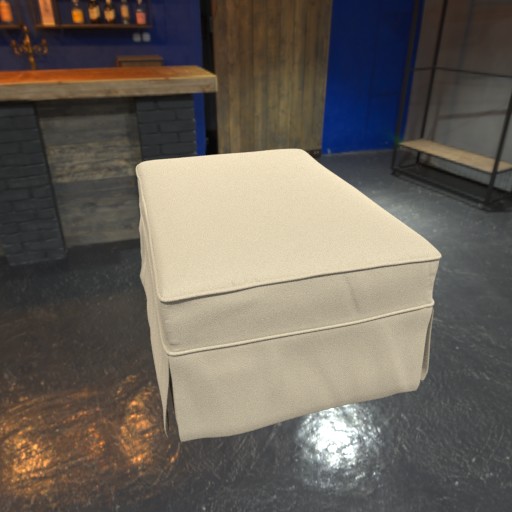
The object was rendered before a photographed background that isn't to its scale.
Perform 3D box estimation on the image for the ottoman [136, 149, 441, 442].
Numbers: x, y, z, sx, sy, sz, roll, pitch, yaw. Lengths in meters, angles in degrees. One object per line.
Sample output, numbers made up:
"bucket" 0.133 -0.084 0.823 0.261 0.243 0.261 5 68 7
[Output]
"ottoman" 0.000 0.000 1.392 0.721 0.482 0.959 -8 30 -14
